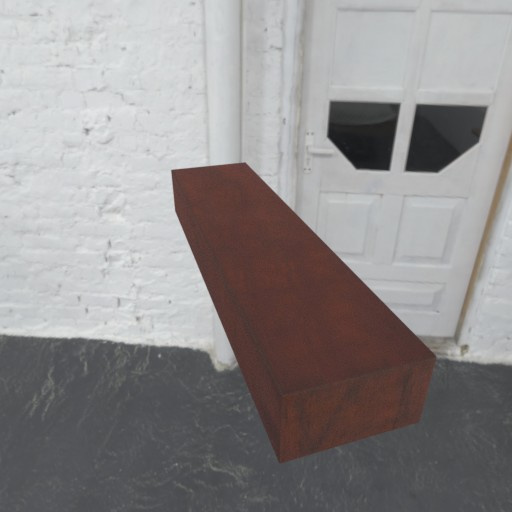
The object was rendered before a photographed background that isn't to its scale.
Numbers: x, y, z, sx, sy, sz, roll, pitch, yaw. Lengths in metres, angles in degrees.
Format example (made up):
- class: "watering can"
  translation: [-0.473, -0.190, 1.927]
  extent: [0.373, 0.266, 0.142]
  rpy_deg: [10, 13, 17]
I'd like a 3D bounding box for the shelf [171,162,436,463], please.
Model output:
- class: "shelf"
  translation: [0.000, 0.000, 0.659]
  extent: [0.152, 0.088, 0.607]
  rpy_deg: [-9, 31, -16]
